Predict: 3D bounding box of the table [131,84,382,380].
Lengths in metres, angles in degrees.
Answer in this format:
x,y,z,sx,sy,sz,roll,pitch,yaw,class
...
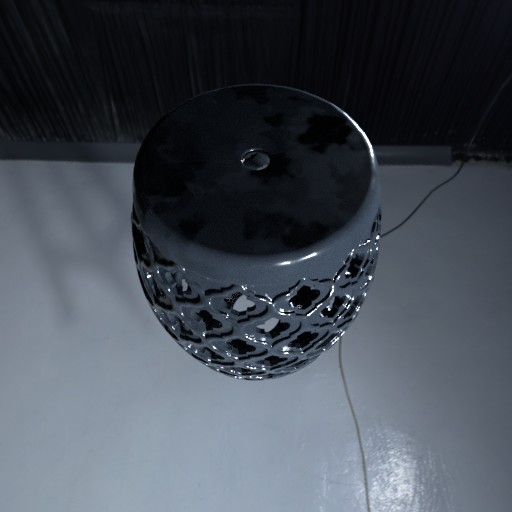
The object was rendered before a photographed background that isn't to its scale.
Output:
x,y,z,sx,sy,sz,roll,pitch,yaw,class
0.000,0.000,0.634,0.325,0.388,0.325,0,58,0,table
